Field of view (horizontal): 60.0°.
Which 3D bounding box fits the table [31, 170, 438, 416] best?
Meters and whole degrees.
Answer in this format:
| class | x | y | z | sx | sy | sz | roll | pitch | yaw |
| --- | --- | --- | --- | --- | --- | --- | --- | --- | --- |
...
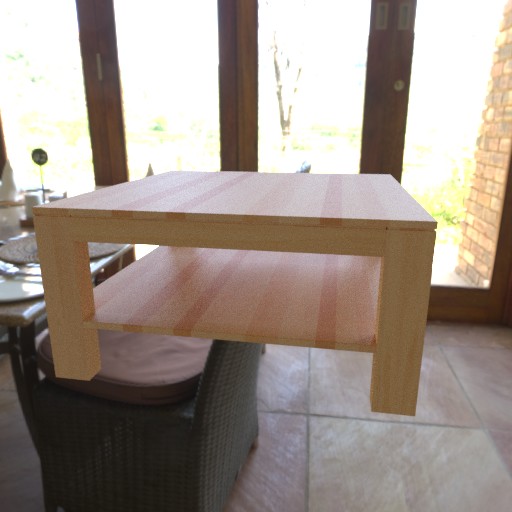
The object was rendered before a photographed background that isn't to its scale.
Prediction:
| class | x | y | z | sx | sy | sz | roll | pitch | yaw |
| --- | --- | --- | --- | --- | --- | --- | --- | --- | --- |
| table | 0.000 | 0.000 | 1.443 | 0.900 | 0.450 | 0.900 | 3 | 17 | 10 |
